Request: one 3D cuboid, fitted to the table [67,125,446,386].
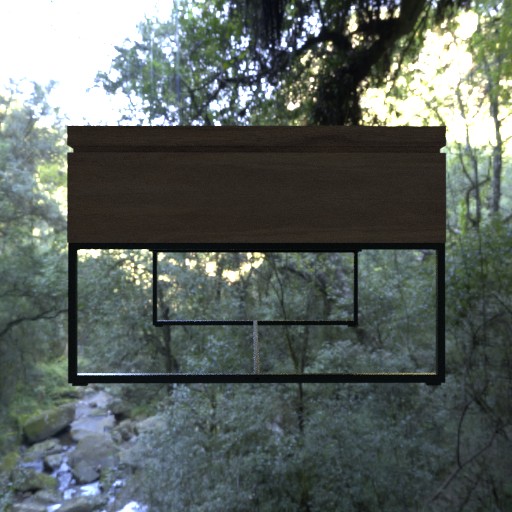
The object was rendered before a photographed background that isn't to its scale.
[{"bbox_3d":[0.000,0.000,1.127,0.676,0.464,0.679,0,0,0],"label":"table"}]
